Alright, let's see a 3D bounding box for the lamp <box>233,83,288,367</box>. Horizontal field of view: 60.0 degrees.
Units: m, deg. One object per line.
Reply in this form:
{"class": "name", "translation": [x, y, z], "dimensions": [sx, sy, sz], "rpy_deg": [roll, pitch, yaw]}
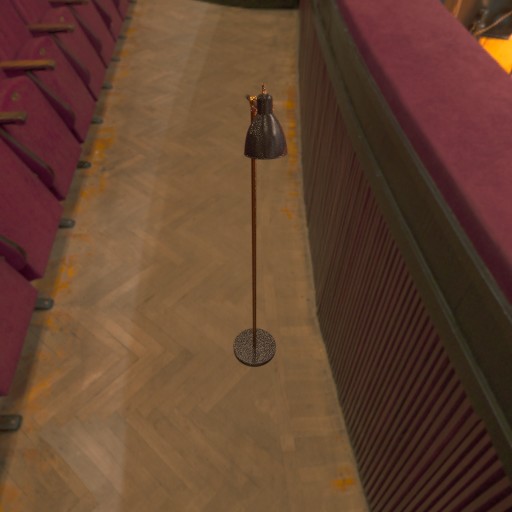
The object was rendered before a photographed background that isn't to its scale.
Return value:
{"class": "lamp", "translation": [0.000, 0.000, 1.835], "dimensions": [0.235, 1.628, 0.618], "rpy_deg": [-4, 45, -4]}
